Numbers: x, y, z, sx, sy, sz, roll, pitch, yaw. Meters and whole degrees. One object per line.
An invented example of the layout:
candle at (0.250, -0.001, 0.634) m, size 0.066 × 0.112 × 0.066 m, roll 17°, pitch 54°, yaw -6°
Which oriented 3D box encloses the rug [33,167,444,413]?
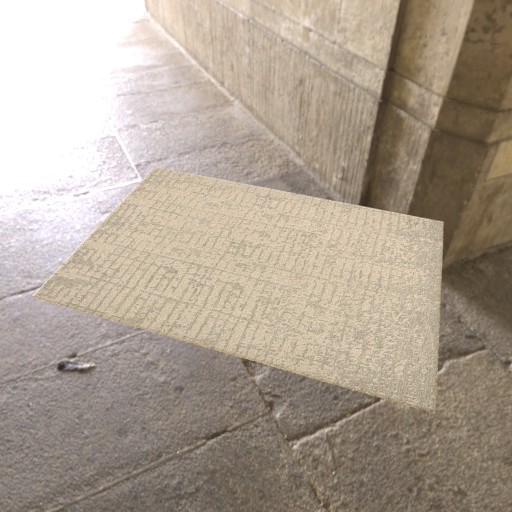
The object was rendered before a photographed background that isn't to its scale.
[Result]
rug at (0.000, 0.000, 2.293) m, size 1.827 × 0.007 × 1.211 m, roll 13°, pitch 44°, yaw 14°
